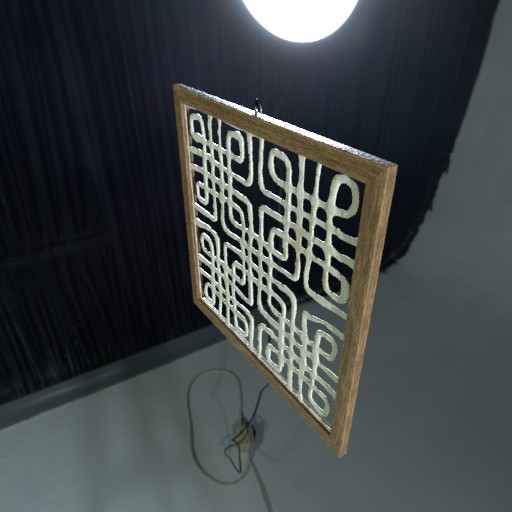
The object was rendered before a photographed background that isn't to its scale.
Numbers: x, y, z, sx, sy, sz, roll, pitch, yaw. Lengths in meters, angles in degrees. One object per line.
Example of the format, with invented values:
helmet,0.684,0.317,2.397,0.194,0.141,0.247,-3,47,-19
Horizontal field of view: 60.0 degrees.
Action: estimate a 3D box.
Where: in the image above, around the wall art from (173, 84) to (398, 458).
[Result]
wall art,0.000,0.000,0.855,0.021,0.582,0.561,-21,38,-29
